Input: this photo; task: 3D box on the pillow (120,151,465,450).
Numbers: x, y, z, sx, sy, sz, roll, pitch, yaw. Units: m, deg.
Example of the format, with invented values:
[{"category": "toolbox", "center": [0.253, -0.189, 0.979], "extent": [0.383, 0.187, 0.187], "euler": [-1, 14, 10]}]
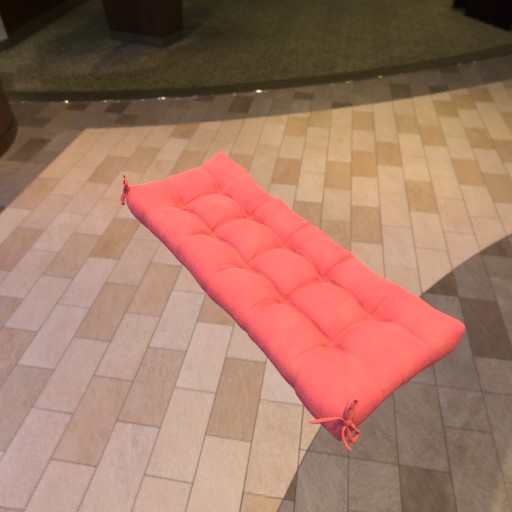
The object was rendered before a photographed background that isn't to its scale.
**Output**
[{"category": "pillow", "center": [0.000, 0.000, 1.367], "extent": [0.511, 0.174, 1.194], "euler": [-26, 48, -26]}]
